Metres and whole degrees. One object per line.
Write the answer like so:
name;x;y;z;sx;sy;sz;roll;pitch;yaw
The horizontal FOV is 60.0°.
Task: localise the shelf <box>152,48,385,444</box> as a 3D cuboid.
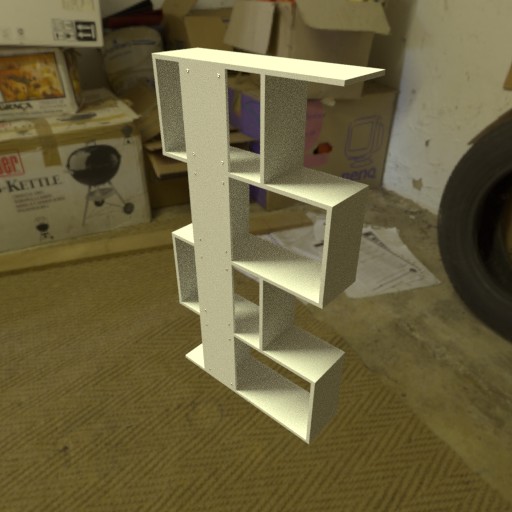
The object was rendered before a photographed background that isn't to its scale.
shelf;0.000;0.000;2.027;0.890;1.650;0.250;24;39;34
